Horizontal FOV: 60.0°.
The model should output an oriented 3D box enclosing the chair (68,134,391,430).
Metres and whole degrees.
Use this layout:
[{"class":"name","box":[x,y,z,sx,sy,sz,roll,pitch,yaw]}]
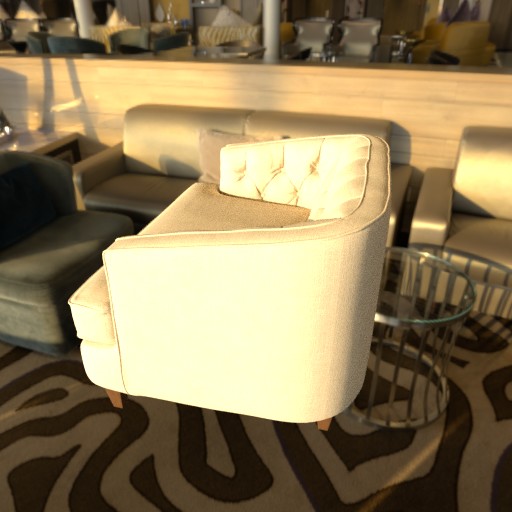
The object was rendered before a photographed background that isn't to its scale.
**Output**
[{"class":"chair","box":[0.000,0.000,1.710,0.914,0.787,1.118,7,30,13]}]
